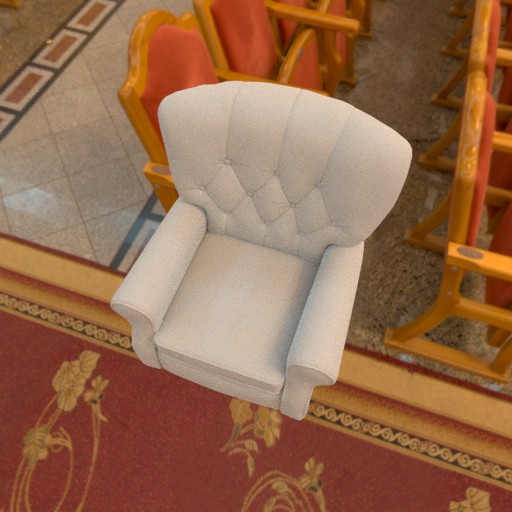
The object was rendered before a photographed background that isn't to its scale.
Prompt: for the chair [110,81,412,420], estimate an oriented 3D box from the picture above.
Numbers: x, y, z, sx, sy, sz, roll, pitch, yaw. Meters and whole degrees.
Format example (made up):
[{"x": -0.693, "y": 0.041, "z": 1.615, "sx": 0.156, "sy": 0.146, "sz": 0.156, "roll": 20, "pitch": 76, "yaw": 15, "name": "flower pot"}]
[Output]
[{"x": 0.000, "y": 0.000, "z": 2.127, "sx": 1.090, "sy": 1.217, "sz": 1.128, "roll": 16, "pitch": 58, "yaw": 11, "name": "chair"}]
